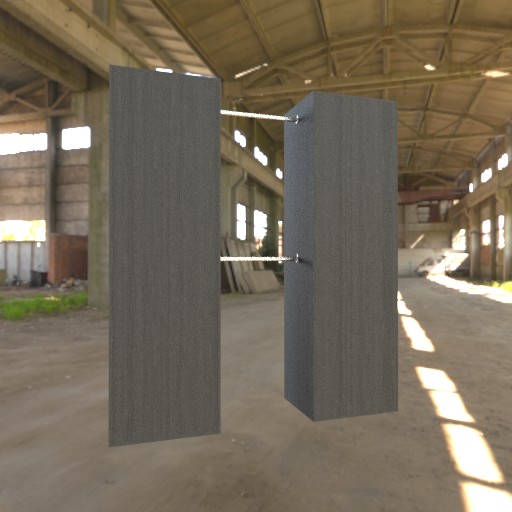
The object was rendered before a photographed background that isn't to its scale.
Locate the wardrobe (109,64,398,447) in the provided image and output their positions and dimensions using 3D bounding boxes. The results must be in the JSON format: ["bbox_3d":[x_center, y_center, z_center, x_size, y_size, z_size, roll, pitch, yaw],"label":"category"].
[{"bbox_3d":[0.000,0.000,2.816,1.770,2.000,0.480,0,0,-18],"label":"wardrobe"}]
